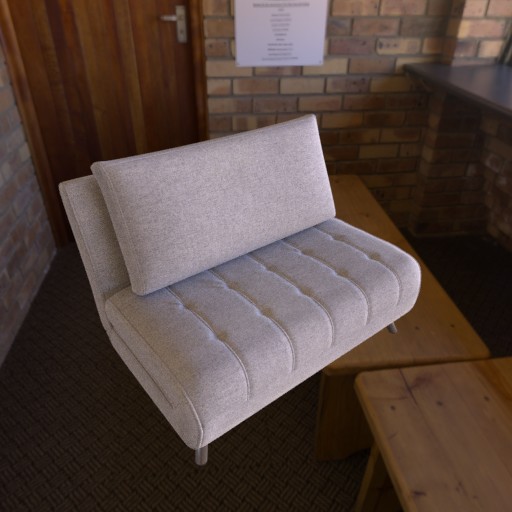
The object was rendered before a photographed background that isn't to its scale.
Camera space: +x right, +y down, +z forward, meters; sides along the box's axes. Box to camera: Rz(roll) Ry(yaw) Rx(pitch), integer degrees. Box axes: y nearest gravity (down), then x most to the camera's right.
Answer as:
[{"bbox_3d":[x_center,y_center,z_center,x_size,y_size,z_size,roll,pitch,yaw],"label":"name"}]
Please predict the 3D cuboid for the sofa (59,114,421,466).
[{"bbox_3d":[0.000,0.000,1.866,1.220,0.910,0.910,-23,39,-32],"label":"sofa"}]
